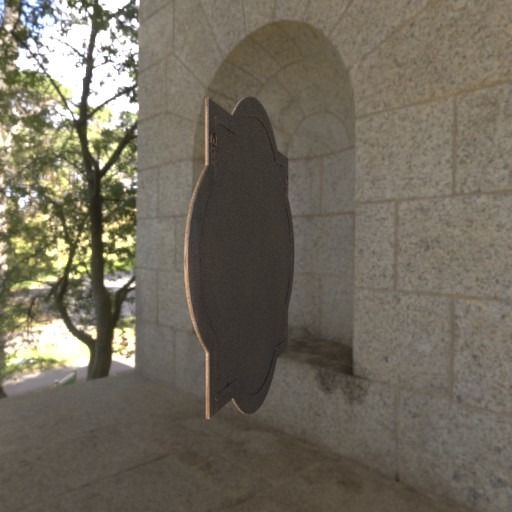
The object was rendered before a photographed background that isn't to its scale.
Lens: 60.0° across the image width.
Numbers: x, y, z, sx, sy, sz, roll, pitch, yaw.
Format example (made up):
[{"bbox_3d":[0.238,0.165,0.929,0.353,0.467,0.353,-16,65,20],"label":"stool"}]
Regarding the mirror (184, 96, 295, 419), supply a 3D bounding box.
[{"bbox_3d":[0.000,0.000,1.013,0.019,0.686,0.686,0,1,18],"label":"mirror"}]
